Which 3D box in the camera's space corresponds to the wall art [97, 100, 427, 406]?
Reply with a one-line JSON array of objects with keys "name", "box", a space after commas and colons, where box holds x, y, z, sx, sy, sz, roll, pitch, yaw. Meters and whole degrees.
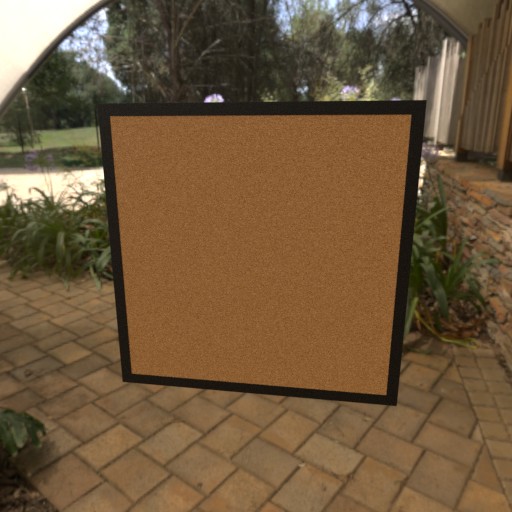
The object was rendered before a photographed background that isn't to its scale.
[{"name": "wall art", "box": [0.000, 0.000, 0.464, 0.305, 0.304, 0.038, 2, 16, 9]}]
